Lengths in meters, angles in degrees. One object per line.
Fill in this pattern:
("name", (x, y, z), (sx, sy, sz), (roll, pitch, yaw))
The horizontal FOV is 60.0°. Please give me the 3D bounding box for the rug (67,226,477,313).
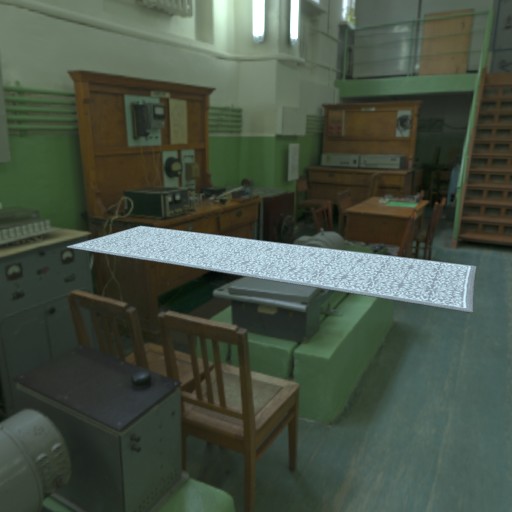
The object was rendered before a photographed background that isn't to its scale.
("rug", (0.000, 0.000, 2.455), (2.196, 0.011, 0.662), (8, 18, 25))
